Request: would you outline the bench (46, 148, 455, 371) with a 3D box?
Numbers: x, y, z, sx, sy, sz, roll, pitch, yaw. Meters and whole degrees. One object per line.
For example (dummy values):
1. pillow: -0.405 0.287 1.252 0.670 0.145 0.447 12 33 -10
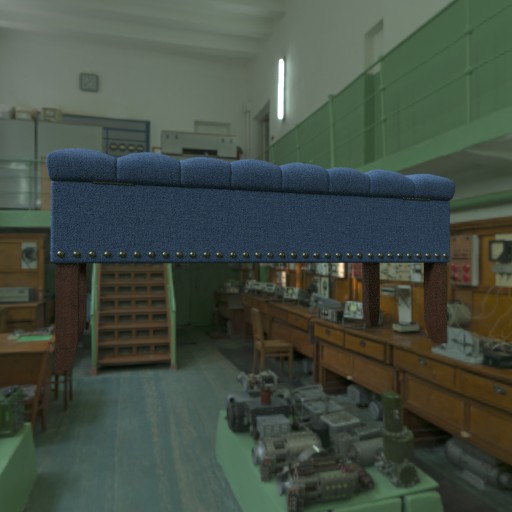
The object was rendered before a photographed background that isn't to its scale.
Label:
1. bench: 0.000 0.000 1.271 1.052 0.492 0.417 0 -1 -18
